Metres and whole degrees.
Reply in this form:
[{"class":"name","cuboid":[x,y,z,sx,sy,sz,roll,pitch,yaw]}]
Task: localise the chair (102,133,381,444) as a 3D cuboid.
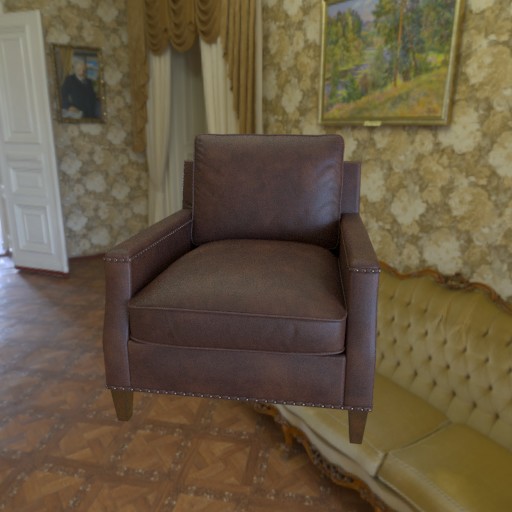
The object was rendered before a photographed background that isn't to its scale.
[{"class":"chair","cuboid":[0.000,0.000,1.742,0.853,0.929,1.014,2,16,8]}]
